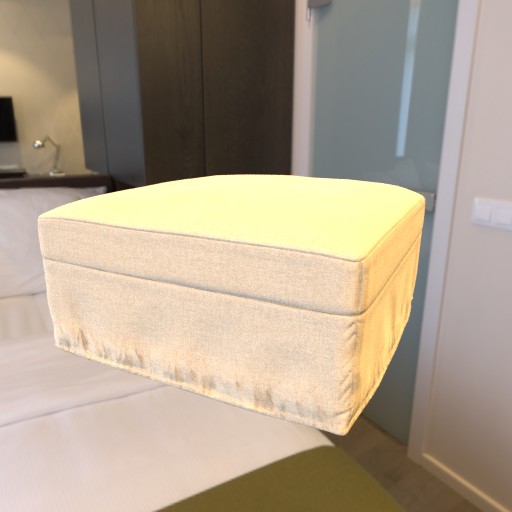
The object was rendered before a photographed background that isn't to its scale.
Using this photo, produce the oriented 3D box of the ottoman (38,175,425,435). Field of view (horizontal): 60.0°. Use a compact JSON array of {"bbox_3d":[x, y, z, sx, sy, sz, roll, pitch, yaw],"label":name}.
[{"bbox_3d":[0.000,0.000,1.312,0.843,0.436,0.840,8,18,26],"label":"ottoman"}]
